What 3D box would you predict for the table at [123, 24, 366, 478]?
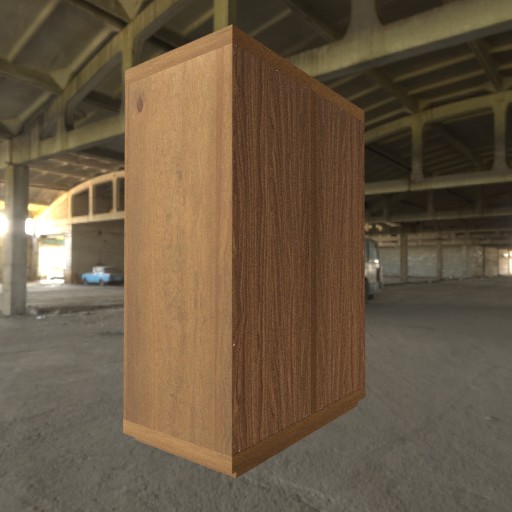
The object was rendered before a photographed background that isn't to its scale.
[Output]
[{"bbox_3d":[0.000,0.000,1.759,0.524,1.294,0.901,-1,-1,37],"label":"table"}]
